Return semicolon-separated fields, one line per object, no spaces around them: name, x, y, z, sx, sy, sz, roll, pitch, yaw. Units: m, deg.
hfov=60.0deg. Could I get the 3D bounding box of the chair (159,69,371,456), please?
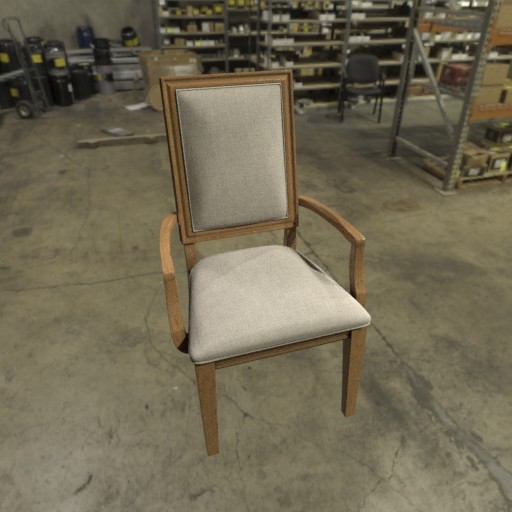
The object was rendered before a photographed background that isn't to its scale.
chair;0.000;0.000;1.396;0.606;0.990;0.602;-10;33;-15
